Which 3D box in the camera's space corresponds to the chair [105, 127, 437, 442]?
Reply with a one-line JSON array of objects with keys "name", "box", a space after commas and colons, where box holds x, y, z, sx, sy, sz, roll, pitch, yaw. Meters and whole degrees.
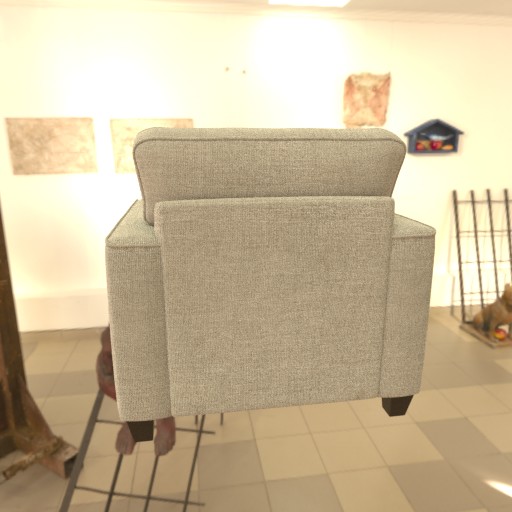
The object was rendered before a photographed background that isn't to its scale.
[{"name": "chair", "box": [0.000, 0.000, 1.758, 1.015, 0.965, 0.939, -2, 15, -9]}]
